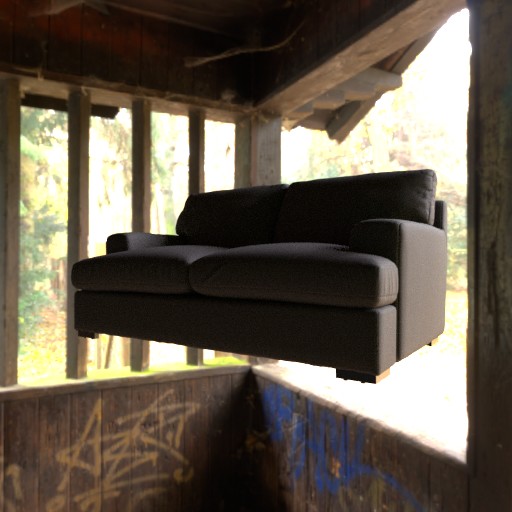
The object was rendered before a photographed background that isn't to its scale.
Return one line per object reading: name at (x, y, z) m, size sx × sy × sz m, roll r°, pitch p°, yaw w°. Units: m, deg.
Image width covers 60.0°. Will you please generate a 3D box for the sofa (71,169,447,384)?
sofa at (0.000, 0.000, 2.499) m, size 1.880 × 0.940 × 1.143 m, roll 0°, pitch -1°, yaw 34°
